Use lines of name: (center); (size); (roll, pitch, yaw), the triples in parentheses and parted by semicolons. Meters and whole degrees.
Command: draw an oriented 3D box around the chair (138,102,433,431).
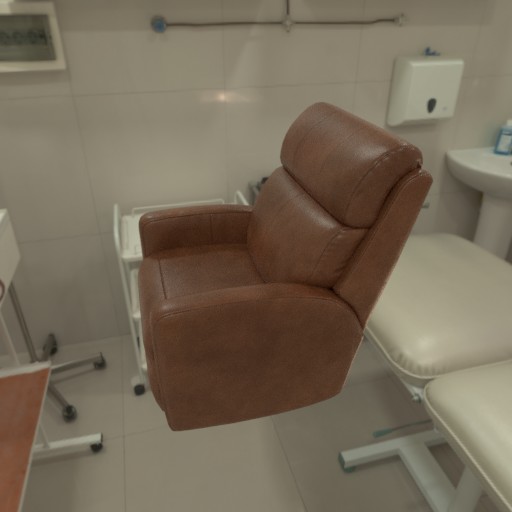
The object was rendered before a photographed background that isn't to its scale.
chair: (0.000, 0.000, 1.736); (0.939, 1.016, 0.787); (-8, 31, -14)
